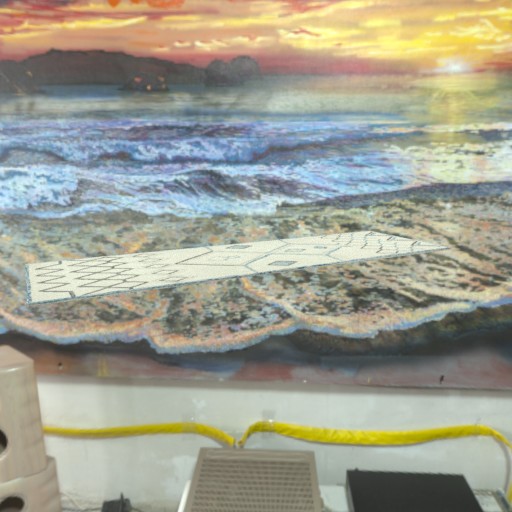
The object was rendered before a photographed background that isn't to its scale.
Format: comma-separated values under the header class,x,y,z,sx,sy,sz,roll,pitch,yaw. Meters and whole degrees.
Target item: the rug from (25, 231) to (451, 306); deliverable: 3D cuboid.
class,x,y,z,sx,sy,sz,roll,pitch,yaw
rug,0.000,0.000,2.628,2.434,0.013,0.770,-6,14,-27
